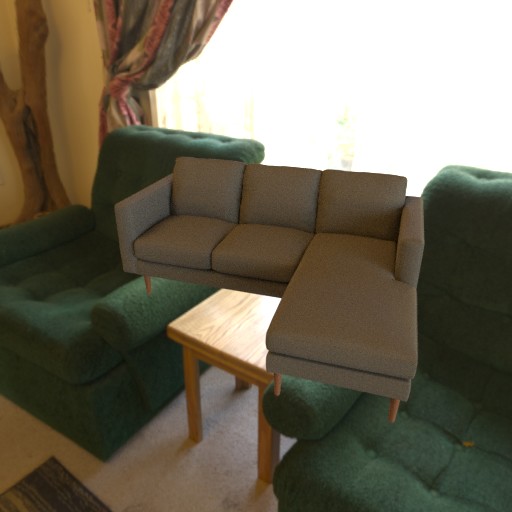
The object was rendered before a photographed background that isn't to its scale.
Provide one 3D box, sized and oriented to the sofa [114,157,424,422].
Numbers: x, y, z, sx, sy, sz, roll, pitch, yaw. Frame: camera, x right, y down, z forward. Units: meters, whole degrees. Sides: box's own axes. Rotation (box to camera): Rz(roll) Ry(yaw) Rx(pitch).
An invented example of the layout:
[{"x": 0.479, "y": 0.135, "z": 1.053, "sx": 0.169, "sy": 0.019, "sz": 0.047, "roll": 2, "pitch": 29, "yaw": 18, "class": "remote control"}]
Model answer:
[{"x": 0.000, "y": 0.000, "z": 2.914, "sx": 2.031, "sy": 0.897, "sz": 1.591, "roll": 8, "pitch": 27, "yaw": 16, "class": "sofa"}]
